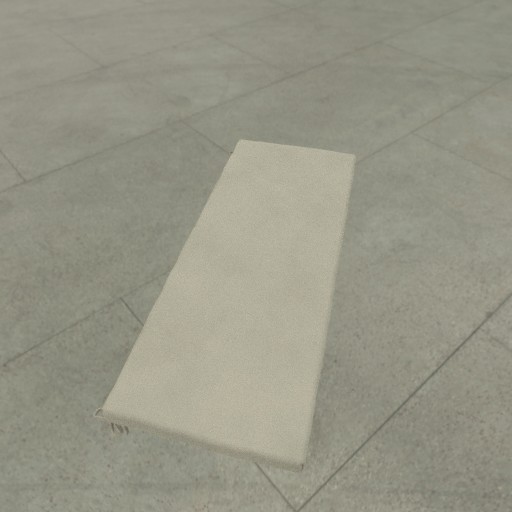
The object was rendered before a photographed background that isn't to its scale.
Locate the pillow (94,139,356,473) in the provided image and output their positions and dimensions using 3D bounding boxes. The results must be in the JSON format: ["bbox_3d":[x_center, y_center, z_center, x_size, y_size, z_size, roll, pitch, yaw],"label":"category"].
[{"bbox_3d":[0.000,0.000,1.333,0.492,0.081,1.187,10,47,10],"label":"pillow"}]
